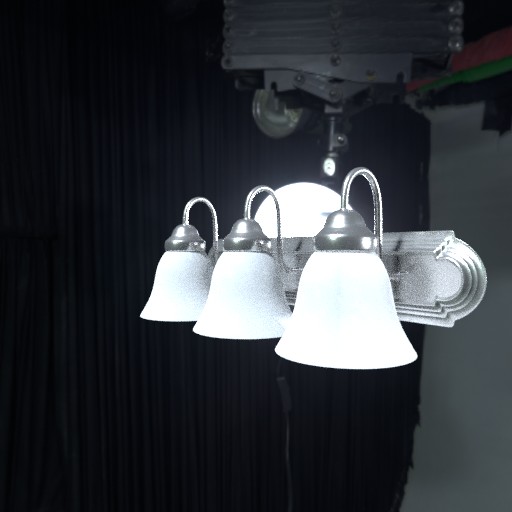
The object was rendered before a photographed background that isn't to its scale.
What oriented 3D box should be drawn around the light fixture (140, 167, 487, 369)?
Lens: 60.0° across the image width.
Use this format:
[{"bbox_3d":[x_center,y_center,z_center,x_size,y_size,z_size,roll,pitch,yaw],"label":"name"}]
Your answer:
[{"bbox_3d":[0.000,0.000,0.690,0.199,0.222,0.610,-1,1,-38],"label":"light fixture"}]
